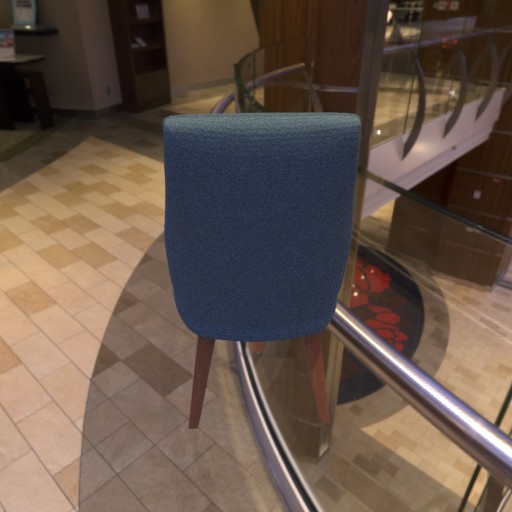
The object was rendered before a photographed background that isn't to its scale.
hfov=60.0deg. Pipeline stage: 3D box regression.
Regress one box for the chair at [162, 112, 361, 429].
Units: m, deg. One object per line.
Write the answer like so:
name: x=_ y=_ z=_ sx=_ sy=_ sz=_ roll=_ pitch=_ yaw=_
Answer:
chair: x=0.000 y=0.000 z=1.278 sx=0.500 sy=0.930 sz=0.620 roll=-1 pitch=31 yaw=-2
